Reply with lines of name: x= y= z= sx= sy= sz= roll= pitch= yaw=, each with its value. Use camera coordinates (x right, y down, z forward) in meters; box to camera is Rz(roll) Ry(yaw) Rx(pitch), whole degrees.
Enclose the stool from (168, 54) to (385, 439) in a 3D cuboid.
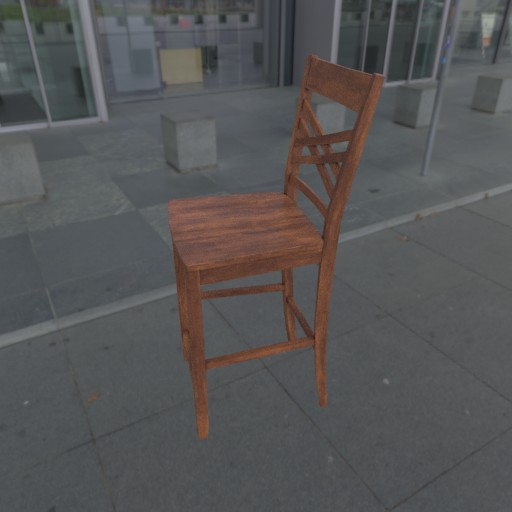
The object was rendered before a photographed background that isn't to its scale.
stool: x=0.000 y=0.000 z=1.381 sx=0.504 sy=1.098 sz=0.426 roll=-8 pitch=31 yaw=-13
